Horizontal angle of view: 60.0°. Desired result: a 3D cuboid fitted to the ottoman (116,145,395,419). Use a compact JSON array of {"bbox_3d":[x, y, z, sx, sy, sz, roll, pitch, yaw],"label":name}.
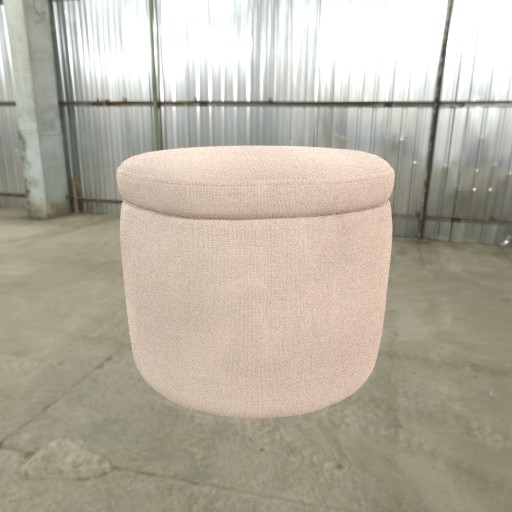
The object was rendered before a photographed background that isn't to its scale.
[{"bbox_3d":[0.000,0.000,0.861,0.497,0.409,0.497,0,16,0],"label":"ottoman"}]
